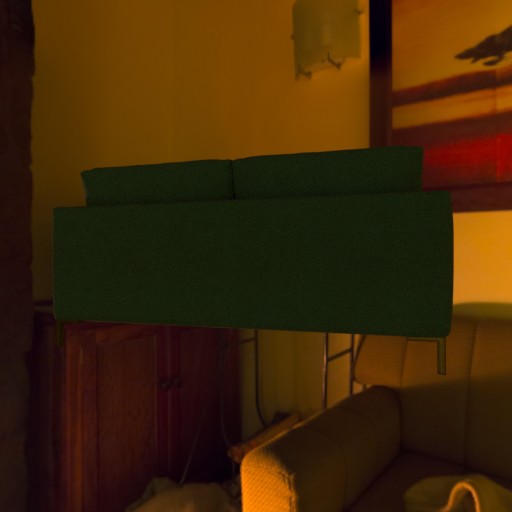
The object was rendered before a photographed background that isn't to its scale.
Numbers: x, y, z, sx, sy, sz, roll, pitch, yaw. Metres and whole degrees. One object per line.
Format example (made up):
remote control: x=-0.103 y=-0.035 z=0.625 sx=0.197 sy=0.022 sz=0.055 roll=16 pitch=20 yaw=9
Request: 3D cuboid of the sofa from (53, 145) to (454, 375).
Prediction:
sofa: x=0.000 y=0.000 z=2.142 sx=1.676 sy=0.817 sz=0.875 roll=0 pitch=-1 yaw=18
